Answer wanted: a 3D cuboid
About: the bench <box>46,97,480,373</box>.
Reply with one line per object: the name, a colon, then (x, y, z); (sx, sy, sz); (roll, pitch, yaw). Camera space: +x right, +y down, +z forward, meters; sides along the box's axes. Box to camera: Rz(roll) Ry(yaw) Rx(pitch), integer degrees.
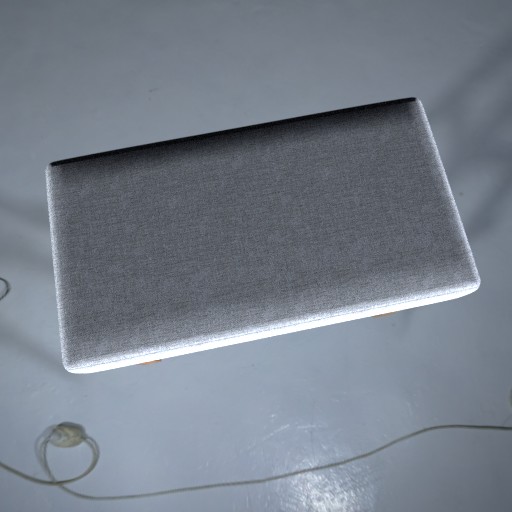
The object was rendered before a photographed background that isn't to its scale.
bench: (0.000, 0.000, 0.953); (0.681, 0.467, 0.366); (-11, 76, -3)
